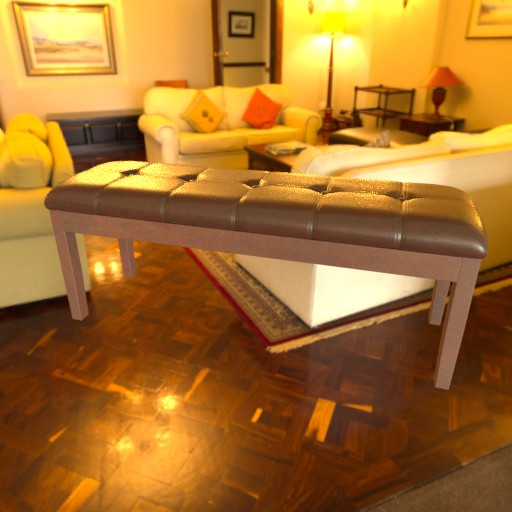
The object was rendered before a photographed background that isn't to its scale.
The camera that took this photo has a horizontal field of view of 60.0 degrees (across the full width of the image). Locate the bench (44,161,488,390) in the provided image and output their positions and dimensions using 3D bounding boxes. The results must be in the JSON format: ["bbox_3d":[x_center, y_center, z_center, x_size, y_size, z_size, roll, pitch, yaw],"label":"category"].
[{"bbox_3d":[0.000,0.000,1.442,1.259,0.491,0.401,7,27,15],"label":"bench"}]
